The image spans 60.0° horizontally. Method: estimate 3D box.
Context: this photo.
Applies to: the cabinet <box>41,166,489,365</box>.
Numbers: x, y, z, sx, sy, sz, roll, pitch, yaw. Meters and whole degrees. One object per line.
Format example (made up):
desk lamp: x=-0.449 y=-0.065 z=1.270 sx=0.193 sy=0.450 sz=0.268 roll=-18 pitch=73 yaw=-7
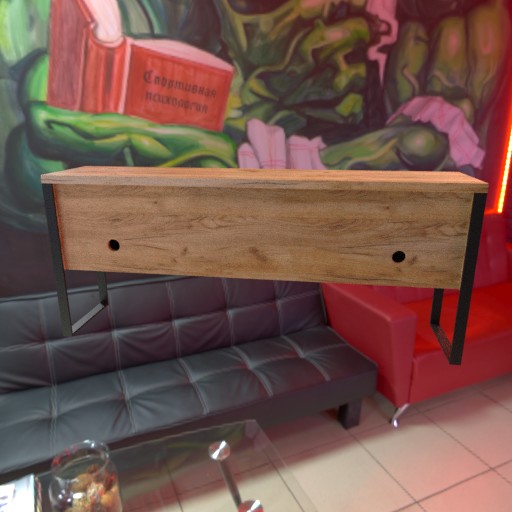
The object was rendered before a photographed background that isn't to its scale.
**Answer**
cabinet: x=0.000 y=0.000 z=2.064 sx=1.800 sy=0.762 sz=0.395 roll=2 pitch=17 yaw=8
